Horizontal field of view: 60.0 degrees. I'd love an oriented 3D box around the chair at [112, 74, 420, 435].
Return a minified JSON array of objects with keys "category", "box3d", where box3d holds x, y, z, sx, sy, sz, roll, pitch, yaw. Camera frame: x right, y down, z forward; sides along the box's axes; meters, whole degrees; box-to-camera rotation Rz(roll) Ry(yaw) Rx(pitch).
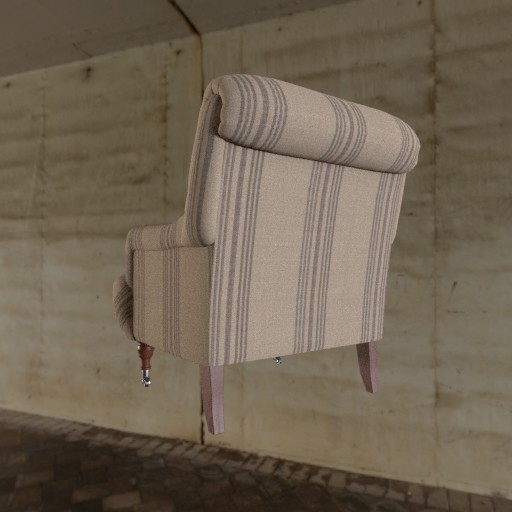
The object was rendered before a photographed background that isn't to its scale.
[{"category":"chair","box3d":[0.000,0.000,1.580,0.813,0.940,0.914,0,-1,-36]}]
